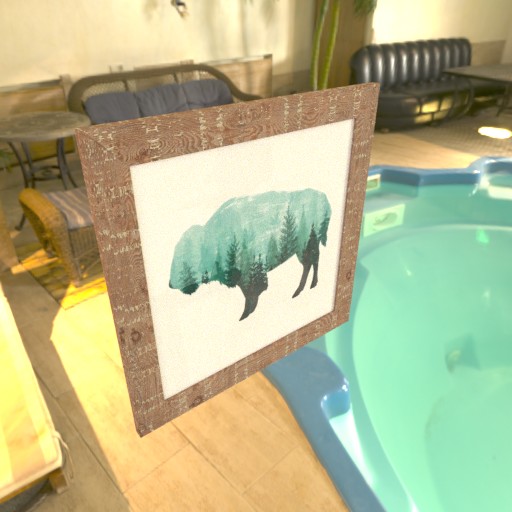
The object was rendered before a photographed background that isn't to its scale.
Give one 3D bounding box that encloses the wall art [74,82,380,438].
[{"bbox_3d":[0.000,0.000,0.564,0.380,0.380,0.022,-21,36,-32],"label":"wall art"}]
